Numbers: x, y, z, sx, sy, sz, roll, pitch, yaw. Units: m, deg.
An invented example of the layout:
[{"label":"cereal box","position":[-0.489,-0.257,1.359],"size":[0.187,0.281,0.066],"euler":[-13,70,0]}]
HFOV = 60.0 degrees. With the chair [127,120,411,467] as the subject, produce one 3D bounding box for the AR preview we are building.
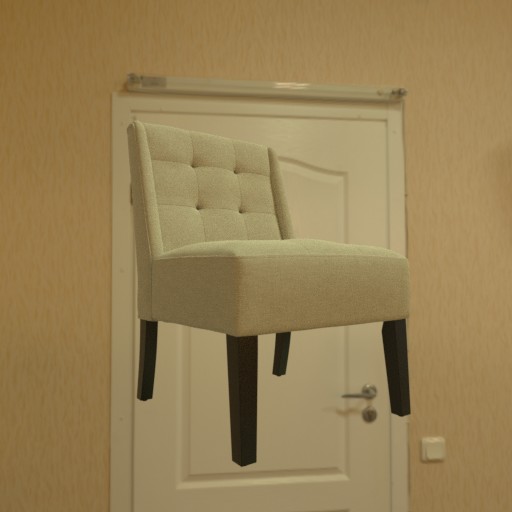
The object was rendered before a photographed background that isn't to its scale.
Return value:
[{"label":"chair","position":[0.000,0.000,1.291],"size":[0.569,0.853,0.676],"euler":[1,-2,-35]}]
